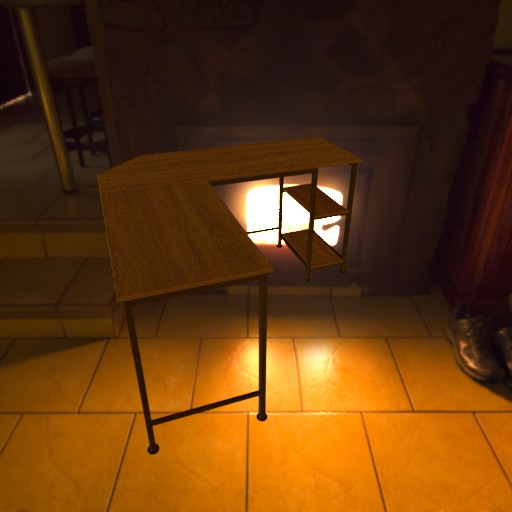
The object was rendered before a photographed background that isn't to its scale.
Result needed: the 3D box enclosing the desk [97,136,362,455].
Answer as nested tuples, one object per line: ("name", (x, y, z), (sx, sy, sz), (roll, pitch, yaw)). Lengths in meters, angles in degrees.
("desk", (0.000, 0.000, 2.262), (1.379, 0.739, 1.379), (-10, 32, -17))
